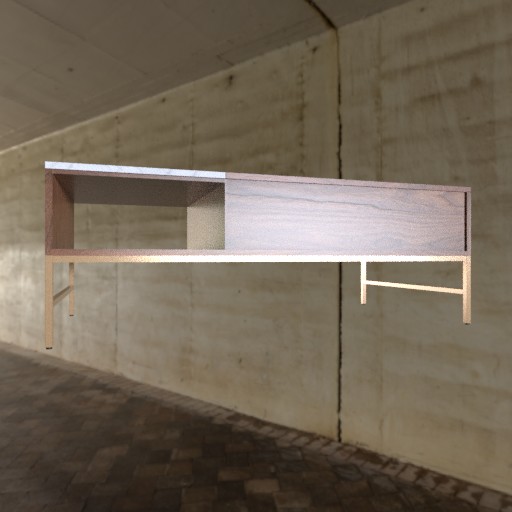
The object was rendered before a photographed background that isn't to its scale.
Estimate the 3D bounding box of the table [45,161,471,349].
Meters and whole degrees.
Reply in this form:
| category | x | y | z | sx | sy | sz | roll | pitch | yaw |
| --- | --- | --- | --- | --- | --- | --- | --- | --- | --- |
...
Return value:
| category | x | y | z | sx | sy | sz | roll | pitch | yaw |
| --- | --- | --- | --- | --- | --- | --- | --- | --- | --- |
| table | 0.000 | 0.000 | 1.910 | 1.553 | 0.551 | 0.789 | 0 | 0 | -18 |
